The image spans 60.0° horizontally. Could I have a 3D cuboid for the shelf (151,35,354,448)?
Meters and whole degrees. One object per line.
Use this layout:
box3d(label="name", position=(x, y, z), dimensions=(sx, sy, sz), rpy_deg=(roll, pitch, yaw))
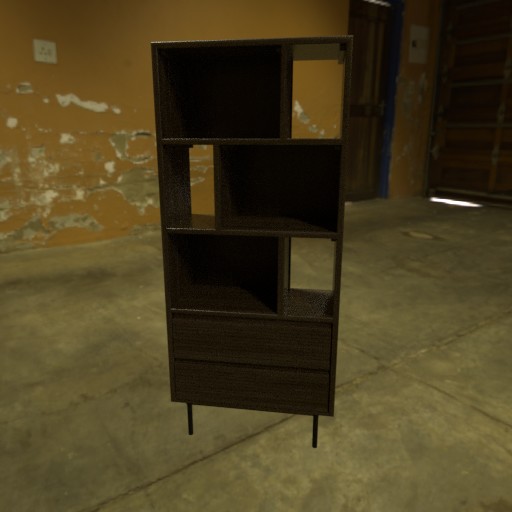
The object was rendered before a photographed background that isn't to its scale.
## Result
box3d(label="shelf", position=(0.000, 0.000, 1.790), dimensions=(0.670, 1.545, 0.323), rpy_deg=(2, 15, 9))
